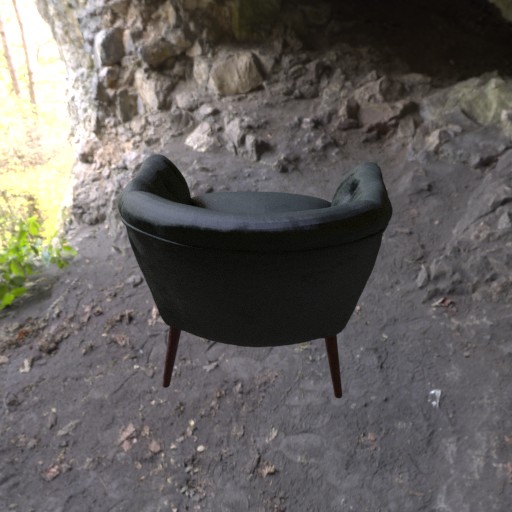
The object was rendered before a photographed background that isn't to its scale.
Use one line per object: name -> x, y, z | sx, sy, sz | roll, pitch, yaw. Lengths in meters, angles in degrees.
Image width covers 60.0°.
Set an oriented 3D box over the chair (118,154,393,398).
chair -> 0.000, 0.000, 1.515 | 0.851, 0.885, 0.776 | 3, 44, 3
